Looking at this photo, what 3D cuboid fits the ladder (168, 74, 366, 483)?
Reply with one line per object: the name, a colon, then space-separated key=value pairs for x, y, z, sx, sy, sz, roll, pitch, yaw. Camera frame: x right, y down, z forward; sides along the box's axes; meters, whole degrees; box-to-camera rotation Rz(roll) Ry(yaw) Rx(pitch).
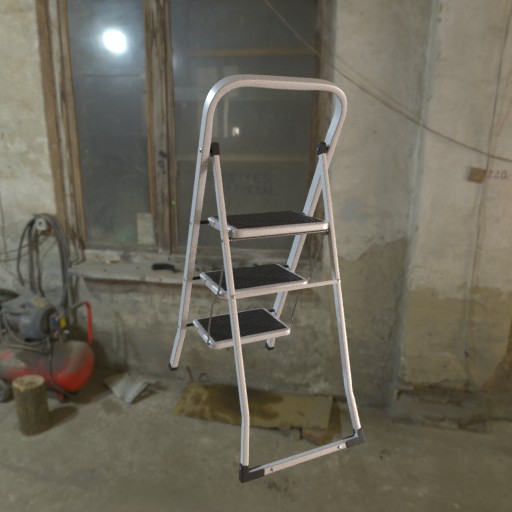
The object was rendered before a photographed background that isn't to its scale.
ladder: x=0.000 y=0.000 z=1.441 sx=0.460 sy=1.050 sz=0.711 roll=-7 pitch=16 yaw=-24
